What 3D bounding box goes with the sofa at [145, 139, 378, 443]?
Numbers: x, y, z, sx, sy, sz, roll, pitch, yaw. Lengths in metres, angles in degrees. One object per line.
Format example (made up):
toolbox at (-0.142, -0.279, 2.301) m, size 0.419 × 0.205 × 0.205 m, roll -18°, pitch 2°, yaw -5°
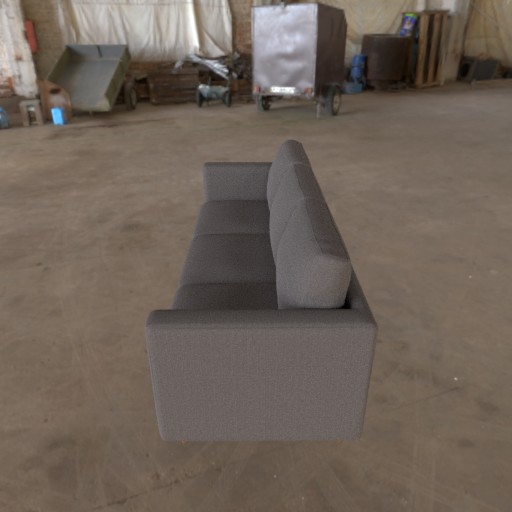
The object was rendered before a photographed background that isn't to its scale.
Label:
sofa at (0.000, 0.000, 2.456) m, size 0.802 × 0.912 × 2.029 m, roll 0°, pitch 27°, yaw 0°
